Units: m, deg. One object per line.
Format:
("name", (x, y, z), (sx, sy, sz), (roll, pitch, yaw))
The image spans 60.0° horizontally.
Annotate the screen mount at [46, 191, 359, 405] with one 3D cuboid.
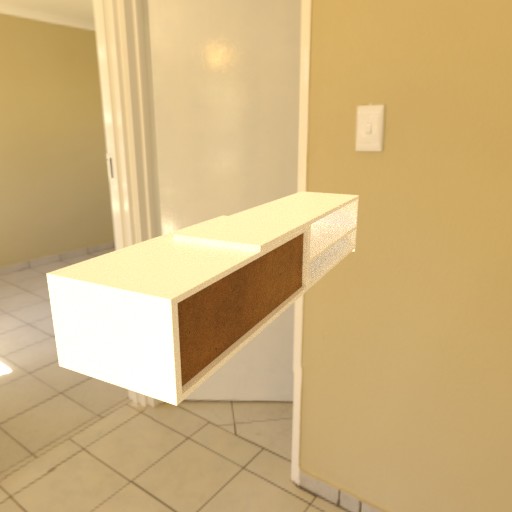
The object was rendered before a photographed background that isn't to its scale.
("screen mount", (0.000, 0.000, 1.869), (0.420, 0.320, 1.680), (8, 18, 26))
